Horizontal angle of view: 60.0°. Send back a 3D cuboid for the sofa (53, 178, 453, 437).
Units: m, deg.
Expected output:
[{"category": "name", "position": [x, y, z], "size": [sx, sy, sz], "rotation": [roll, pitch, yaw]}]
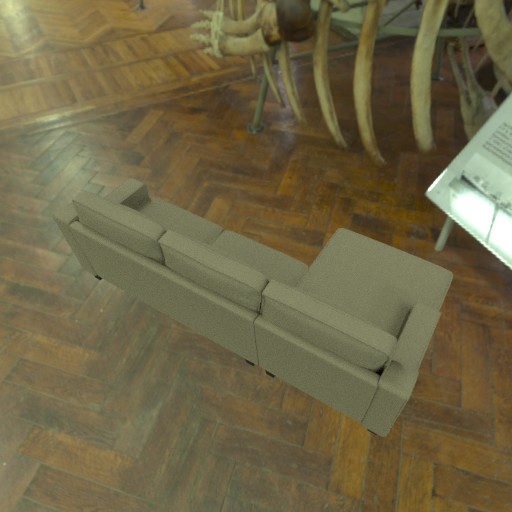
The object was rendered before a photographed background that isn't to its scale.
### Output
[{"category": "sofa", "position": [0.000, 0.000, 3.206], "size": [2.561, 0.928, 1.294], "rotation": [25, 52, 21]}]
